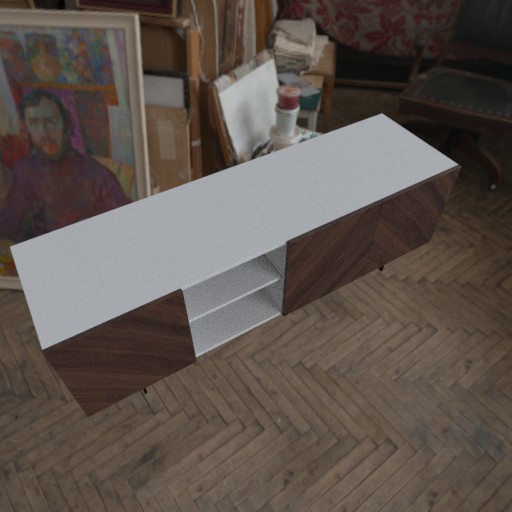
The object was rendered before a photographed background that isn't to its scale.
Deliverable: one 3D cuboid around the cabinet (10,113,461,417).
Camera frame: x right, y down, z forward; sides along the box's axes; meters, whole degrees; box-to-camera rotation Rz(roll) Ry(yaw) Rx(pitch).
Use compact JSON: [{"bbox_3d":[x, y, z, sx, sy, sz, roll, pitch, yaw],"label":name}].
[{"bbox_3d":[0.000,0.000,1.688,1.499,0.533,0.431,-24,52,-20],"label":"cabinet"}]
